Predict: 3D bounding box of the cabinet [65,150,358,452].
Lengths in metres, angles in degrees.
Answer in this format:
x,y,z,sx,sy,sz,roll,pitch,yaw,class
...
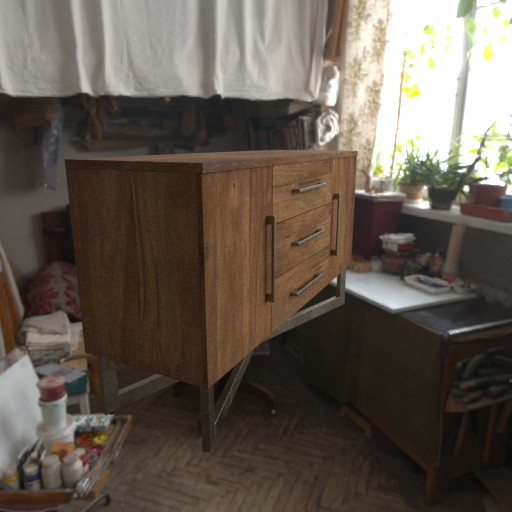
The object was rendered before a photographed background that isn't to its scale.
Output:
x,y,z,sx,sy,sz,roll,pitch,yaw,class
0.000,0.000,1.806,0.480,0.812,1.373,7,16,26,cabinet
